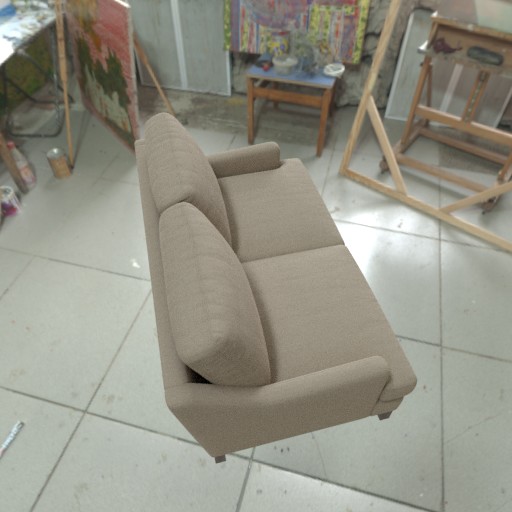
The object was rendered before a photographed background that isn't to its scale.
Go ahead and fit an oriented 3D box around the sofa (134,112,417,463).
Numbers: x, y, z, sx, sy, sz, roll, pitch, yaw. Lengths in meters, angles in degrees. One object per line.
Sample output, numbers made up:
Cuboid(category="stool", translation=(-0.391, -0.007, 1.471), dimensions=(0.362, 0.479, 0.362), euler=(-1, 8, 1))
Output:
Cuboid(category="sofa", translation=(0.000, 0.000, 2.221), dimensions=(1.004, 0.910, 1.619), euler=(-11, 49, -9))
